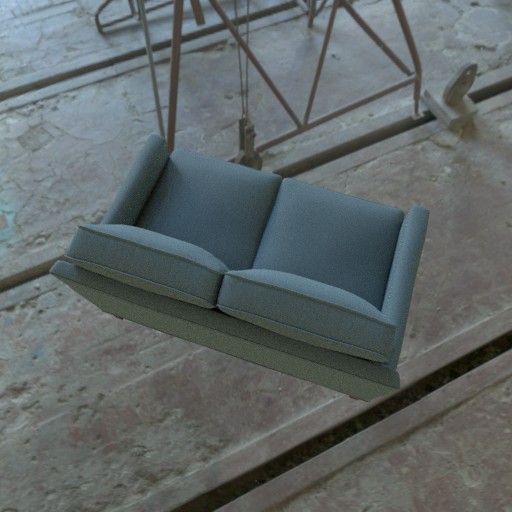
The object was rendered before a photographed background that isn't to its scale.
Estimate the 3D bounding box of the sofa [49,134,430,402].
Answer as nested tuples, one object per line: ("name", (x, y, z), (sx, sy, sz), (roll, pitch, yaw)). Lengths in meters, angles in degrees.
("sofa", (0.000, 0.000, 2.304), (1.597, 1.003, 1.084), (17, 64, 8))
